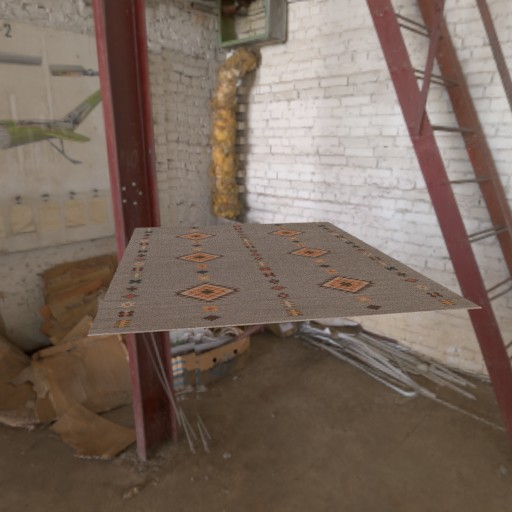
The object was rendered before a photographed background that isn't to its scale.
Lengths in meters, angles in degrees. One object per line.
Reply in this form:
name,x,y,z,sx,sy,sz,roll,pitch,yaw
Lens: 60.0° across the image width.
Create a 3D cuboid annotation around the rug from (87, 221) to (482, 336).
rug,0.000,0.000,4.097,2.425,0.008,3.035,-3,15,-10
